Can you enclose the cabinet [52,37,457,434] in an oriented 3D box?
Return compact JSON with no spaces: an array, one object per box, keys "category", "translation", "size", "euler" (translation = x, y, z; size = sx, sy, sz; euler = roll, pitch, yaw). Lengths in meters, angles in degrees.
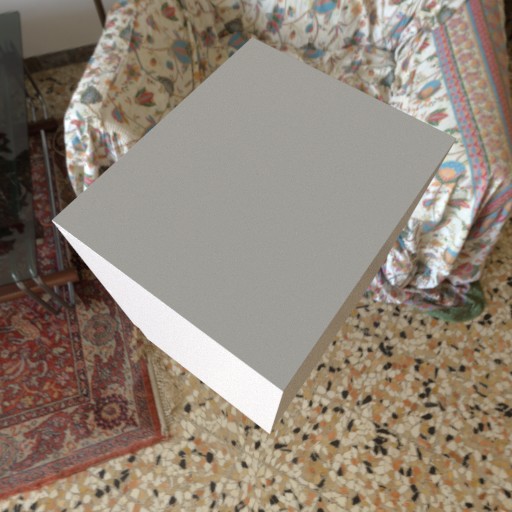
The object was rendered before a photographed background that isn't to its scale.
[{"category":"cabinet","translation":[0.000,0.000,0.767],"size":[0.360,0.470,0.400],"euler":[33,68,15]}]
